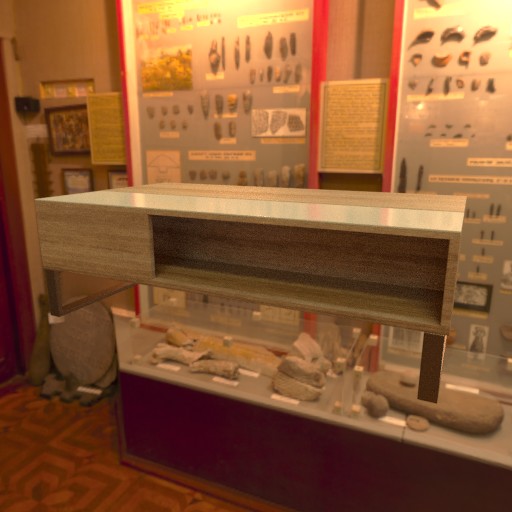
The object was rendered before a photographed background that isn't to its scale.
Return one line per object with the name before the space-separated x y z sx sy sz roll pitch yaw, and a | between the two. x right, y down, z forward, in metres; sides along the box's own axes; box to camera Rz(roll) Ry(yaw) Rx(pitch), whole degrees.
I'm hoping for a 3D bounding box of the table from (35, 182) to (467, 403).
table | 0.000 0.000 1.326 1.100 0.350 0.600 7 16 25
